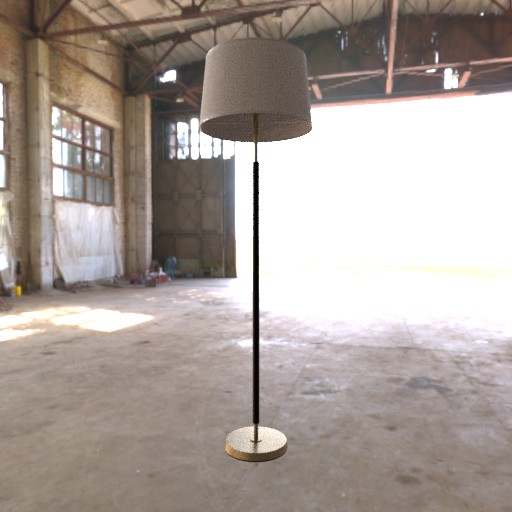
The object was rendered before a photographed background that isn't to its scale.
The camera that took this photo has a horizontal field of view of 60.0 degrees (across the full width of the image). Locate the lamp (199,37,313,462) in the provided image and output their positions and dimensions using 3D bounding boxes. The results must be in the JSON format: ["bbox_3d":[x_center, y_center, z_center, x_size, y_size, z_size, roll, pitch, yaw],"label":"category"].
[{"bbox_3d":[0.000,0.000,1.659,0.420,1.447,0.420,0,1,0],"label":"lamp"}]
